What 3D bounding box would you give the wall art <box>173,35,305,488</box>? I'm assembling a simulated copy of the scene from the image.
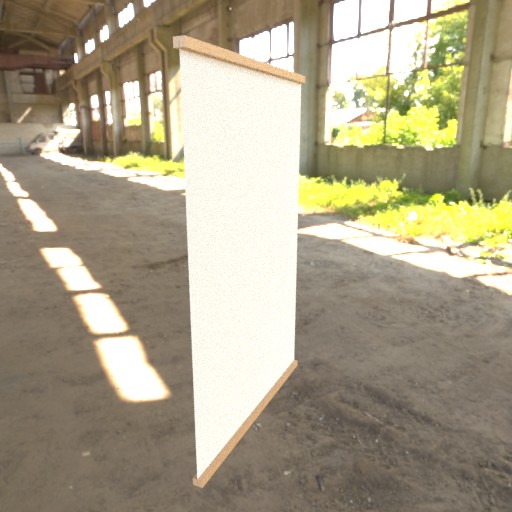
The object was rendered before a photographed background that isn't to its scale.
[{"bbox_3d":[0.000,0.000,1.256,0.027,1.020,0.669,7,17,25],"label":"wall art"}]
